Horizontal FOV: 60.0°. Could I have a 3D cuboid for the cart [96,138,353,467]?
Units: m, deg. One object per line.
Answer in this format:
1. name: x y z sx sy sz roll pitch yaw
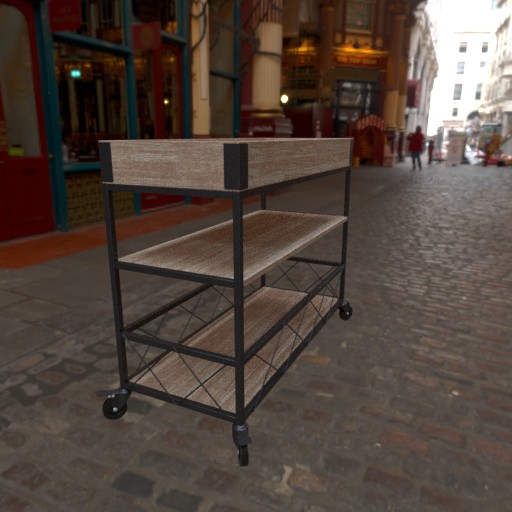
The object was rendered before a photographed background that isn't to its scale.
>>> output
1. cart: 0.000 0.000 1.546 0.500 0.787 1.101 7 17 25
